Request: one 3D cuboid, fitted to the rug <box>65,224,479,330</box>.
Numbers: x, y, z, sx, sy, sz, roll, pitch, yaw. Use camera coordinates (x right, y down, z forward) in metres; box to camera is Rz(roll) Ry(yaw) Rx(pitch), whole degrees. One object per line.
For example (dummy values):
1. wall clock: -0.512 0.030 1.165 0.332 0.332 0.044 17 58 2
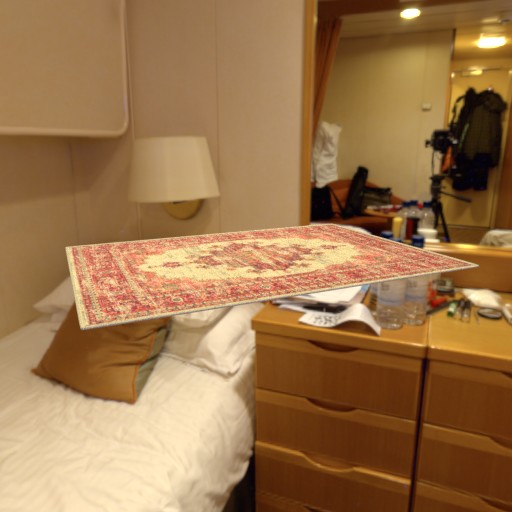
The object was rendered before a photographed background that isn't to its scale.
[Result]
1. rug: 0.000 0.000 3.711 2.878 0.014 2.005 -6 16 -24
